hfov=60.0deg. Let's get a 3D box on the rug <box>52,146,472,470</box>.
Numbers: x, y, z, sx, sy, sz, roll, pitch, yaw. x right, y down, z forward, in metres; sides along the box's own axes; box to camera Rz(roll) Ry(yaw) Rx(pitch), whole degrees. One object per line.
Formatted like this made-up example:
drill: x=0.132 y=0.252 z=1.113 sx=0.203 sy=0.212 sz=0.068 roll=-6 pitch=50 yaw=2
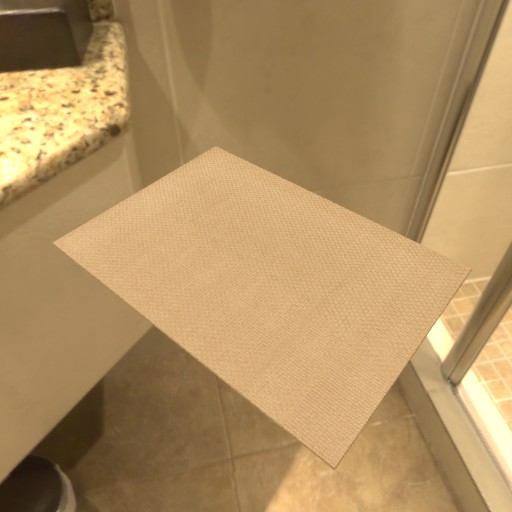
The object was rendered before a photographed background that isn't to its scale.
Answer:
rug: x=0.000 y=0.000 z=2.759 sx=2.144 sy=0.013 sz=1.509 roll=31 pitch=53 yaw=27
